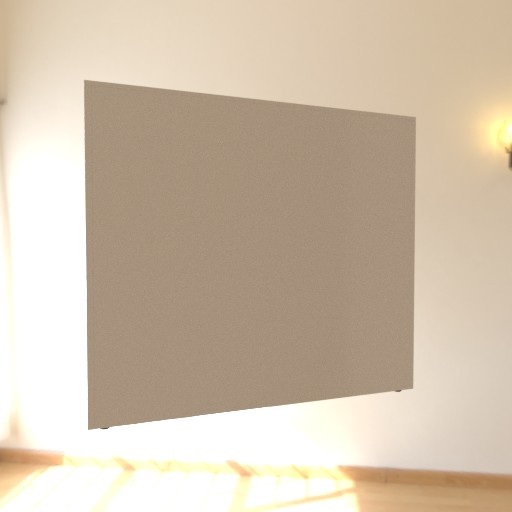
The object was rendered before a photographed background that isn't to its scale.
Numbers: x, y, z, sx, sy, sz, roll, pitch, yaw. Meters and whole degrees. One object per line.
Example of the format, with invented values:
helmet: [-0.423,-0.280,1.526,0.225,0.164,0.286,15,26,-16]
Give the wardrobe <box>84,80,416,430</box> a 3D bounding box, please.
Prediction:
wardrobe: [0.000,0.000,1.886,1.340,1.200,0.360,-1,2,-19]
